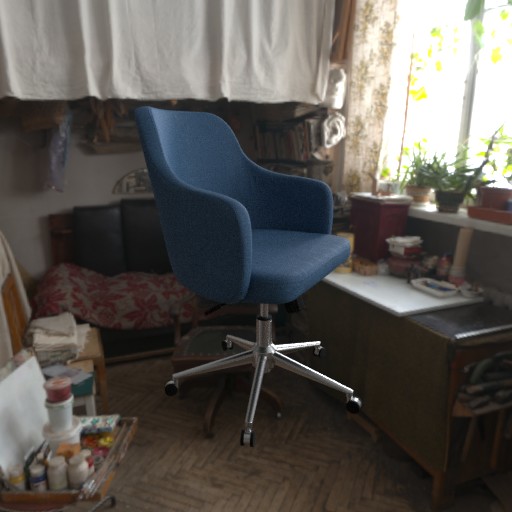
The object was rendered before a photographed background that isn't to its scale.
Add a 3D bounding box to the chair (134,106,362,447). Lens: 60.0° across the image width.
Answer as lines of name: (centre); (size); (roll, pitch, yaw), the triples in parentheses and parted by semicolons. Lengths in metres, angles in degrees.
chair: (0.000, 0.000, 1.276); (0.655, 0.820, 0.599); (7, 16, 27)
